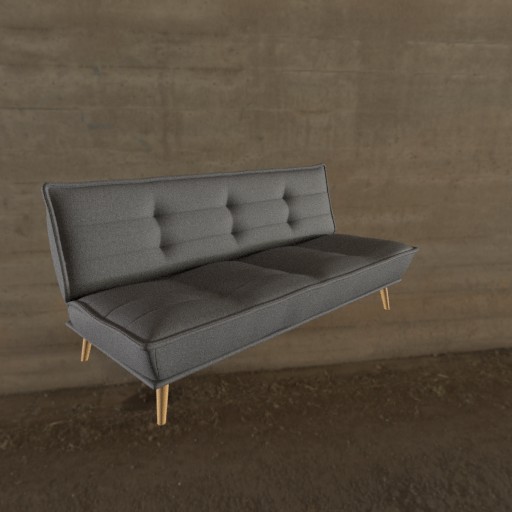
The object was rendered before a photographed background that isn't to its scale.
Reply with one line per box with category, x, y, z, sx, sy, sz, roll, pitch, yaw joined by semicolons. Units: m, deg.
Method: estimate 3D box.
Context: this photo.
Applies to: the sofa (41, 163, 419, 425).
sofa;0.000;0.000;2.413;1.940;0.890;0.950;-14;21;-42
